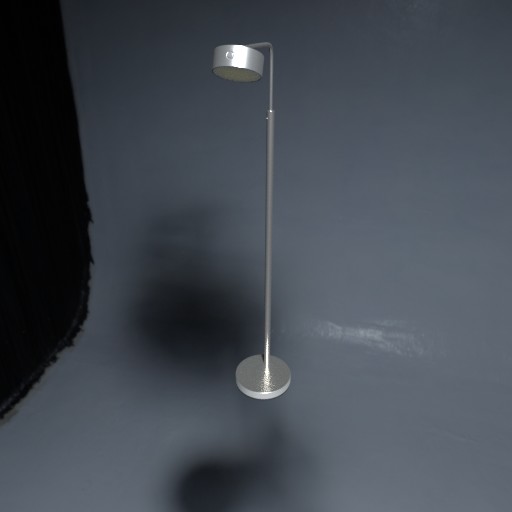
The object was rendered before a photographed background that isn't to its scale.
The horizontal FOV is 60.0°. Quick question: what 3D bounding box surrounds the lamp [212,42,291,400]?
[{"bbox_3d":[0.000,0.000,1.433,0.222,1.250,0.421,8,29,15],"label":"lamp"}]
